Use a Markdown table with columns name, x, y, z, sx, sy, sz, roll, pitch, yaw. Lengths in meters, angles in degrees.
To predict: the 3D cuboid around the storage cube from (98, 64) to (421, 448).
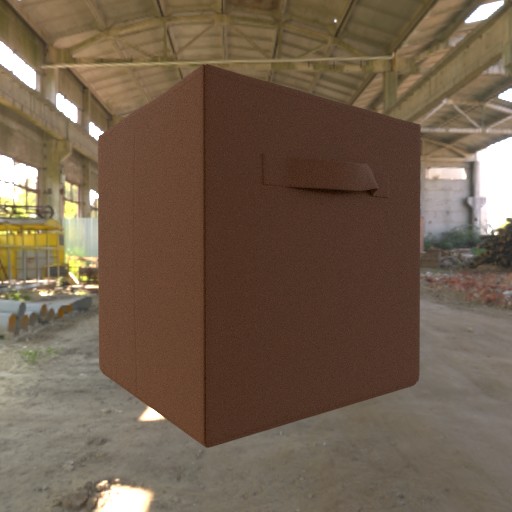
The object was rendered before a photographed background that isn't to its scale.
| name | x | y | z | sx | sy | sz | roll | pitch | yaw |
| --- | --- | --- | --- | --- | --- | --- | --- | --- | --- |
| storage cube | 0.000 | 0.000 | 0.491 | 0.270 | 0.280 | 0.270 | -1 | 1 | -36 |
